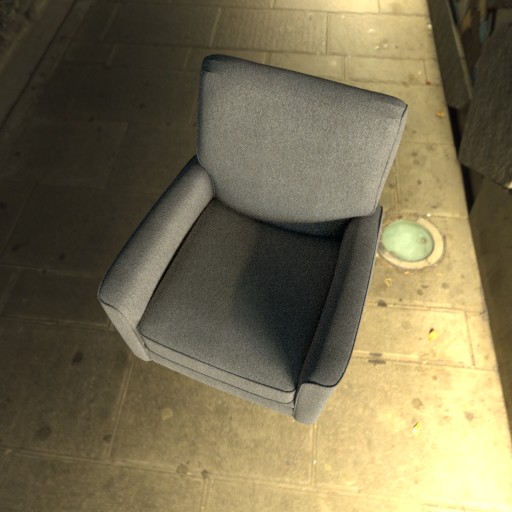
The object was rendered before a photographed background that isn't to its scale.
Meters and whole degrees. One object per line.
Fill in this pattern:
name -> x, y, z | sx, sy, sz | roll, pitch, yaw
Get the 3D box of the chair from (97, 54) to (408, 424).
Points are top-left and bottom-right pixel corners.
chair -> 0.000, 0.000, 1.618 | 0.841, 1.028, 0.858 | 18, 60, 11
